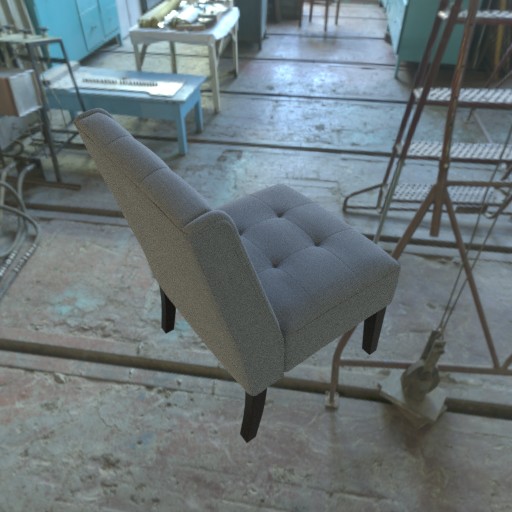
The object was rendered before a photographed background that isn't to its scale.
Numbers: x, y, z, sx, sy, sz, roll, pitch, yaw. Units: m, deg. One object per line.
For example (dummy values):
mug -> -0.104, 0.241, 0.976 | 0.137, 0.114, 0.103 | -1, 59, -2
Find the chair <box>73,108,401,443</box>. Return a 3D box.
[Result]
chair -> 0.000, 0.000, 1.292 | 0.676, 0.853, 0.569 | -26, 47, -27
